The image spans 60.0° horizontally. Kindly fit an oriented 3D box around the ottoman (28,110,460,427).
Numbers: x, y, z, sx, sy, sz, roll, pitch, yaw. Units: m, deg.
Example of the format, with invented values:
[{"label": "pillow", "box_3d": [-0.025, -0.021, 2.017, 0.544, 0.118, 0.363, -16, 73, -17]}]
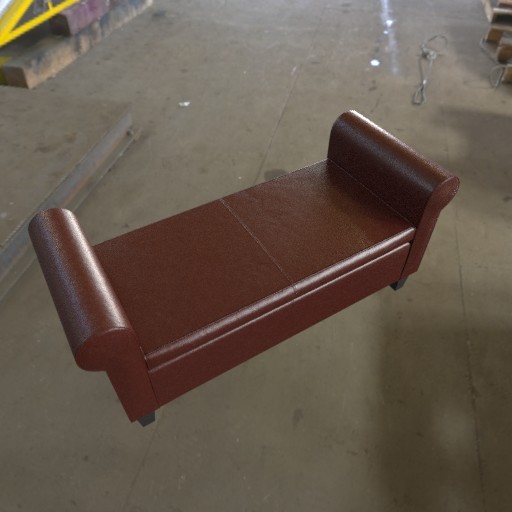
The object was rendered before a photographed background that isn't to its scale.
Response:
[{"label": "ottoman", "box_3d": [0.000, 0.000, 1.526, 1.256, 0.547, 0.521, -24, 50, -21]}]
